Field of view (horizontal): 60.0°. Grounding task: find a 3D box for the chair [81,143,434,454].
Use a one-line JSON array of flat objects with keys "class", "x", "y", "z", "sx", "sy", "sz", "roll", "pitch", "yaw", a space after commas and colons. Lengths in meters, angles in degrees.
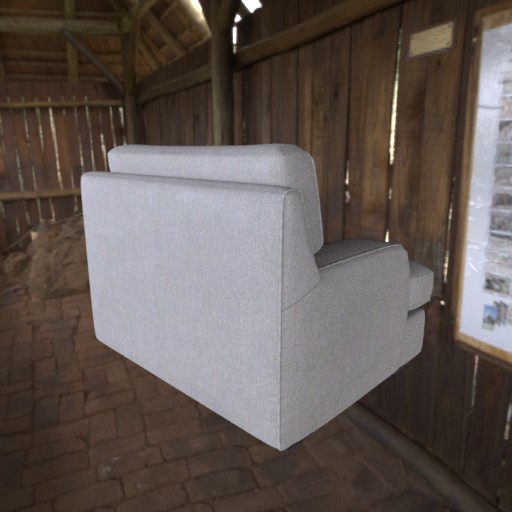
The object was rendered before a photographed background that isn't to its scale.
[{"class": "chair", "x": 0.000, "y": 0.000, "z": 1.996, "sx": 1.270, "sy": 0.974, "sz": 1.043, "roll": 13, "pitch": 19, "yaw": 43}]
